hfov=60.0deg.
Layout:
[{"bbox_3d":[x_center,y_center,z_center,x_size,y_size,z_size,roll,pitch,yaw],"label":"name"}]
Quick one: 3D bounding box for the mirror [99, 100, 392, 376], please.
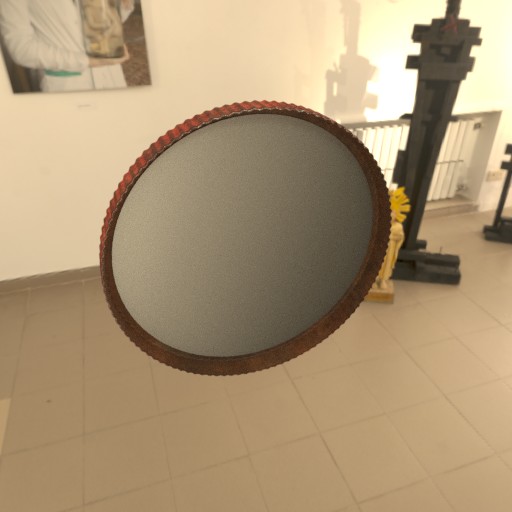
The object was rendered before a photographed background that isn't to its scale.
[{"bbox_3d":[0.000,0.000,0.915,0.609,0.609,0.056,-10,32,-16],"label":"mirror"}]
